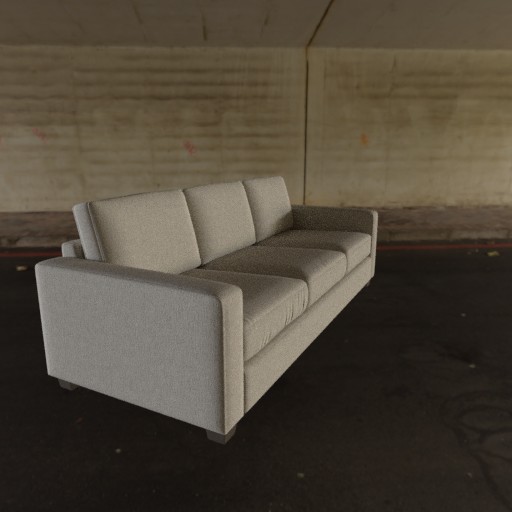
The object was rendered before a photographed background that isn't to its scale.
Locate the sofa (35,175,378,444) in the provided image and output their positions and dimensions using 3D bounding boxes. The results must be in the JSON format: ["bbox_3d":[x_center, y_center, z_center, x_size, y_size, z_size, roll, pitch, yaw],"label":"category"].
[{"bbox_3d":[0.000,0.000,2.524,0.900,0.800,2.160,7,16,27],"label":"sofa"}]
